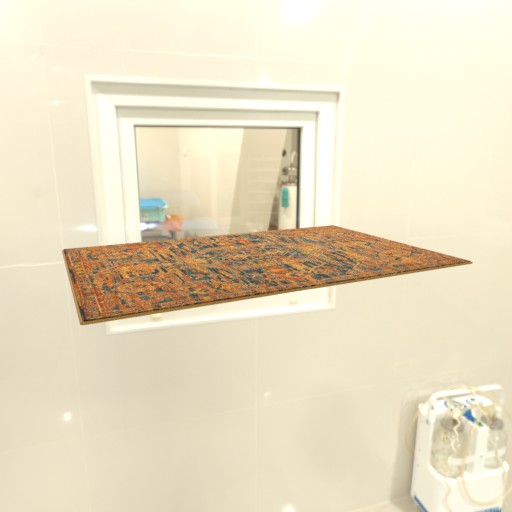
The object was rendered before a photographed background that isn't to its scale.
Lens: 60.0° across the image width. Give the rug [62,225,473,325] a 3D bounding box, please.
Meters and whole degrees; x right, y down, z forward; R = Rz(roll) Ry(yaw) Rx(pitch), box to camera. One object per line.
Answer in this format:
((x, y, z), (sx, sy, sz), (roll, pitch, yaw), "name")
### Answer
((0.000, 0.000, 1.101), (0.863, 0.008, 0.557), (-7, 15, -25), "rug")
